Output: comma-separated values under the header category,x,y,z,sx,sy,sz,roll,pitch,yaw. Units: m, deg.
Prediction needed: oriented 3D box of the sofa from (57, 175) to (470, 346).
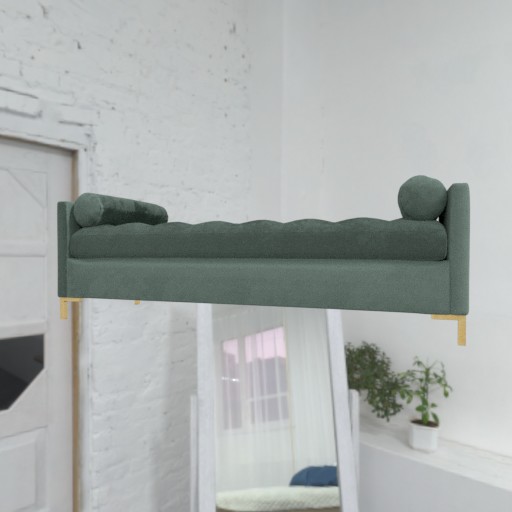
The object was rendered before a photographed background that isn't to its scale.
category,x,y,z,sx,sy,sz,roll,pitch,yaw
sofa,0.000,0.000,2.470,2.102,0.705,0.796,0,1,20
